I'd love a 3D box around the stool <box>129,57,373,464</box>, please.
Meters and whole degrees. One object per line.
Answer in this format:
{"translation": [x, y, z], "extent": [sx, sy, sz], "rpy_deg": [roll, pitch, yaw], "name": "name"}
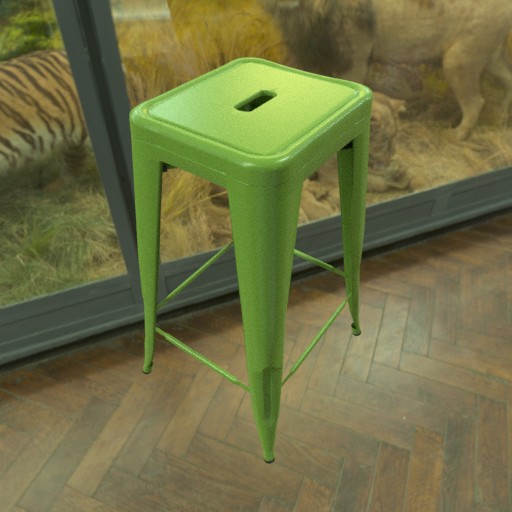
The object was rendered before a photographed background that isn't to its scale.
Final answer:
{"translation": [0.000, 0.000, 0.837], "extent": [0.358, 0.609, 0.398], "rpy_deg": [26, 49, 26], "name": "stool"}
